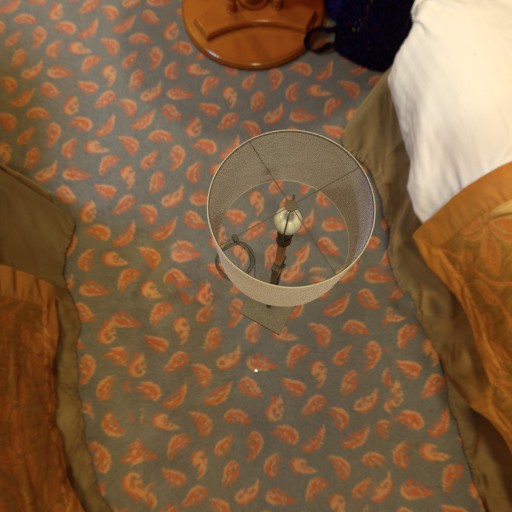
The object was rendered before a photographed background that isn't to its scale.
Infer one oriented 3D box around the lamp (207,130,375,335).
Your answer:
[{"bbox_3d":[0.000,0.000,1.886,0.639,1.650,0.474,29,77,7],"label":"lamp"}]
